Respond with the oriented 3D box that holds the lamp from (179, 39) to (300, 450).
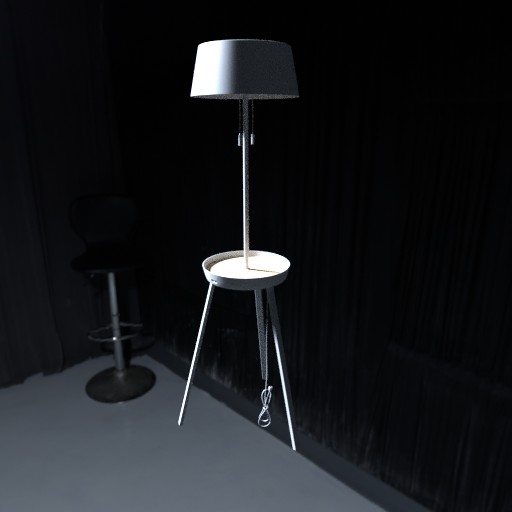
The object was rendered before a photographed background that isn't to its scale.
[{"bbox_3d":[0.000,0.000,1.626,0.508,1.429,0.468,-16,23,-41],"label":"lamp"}]
